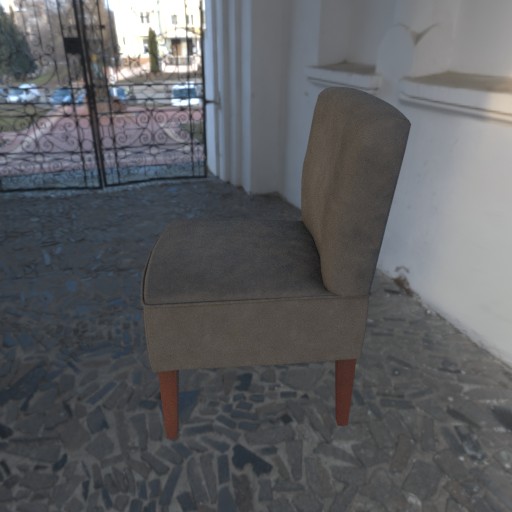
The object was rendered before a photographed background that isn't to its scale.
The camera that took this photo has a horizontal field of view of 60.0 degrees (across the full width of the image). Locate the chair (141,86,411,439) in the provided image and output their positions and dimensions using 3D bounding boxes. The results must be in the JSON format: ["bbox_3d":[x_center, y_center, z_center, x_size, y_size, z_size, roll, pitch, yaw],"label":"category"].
[{"bbox_3d":[0.000,0.000,1.165,0.554,0.806,0.521,-1,26,-1],"label":"chair"}]
